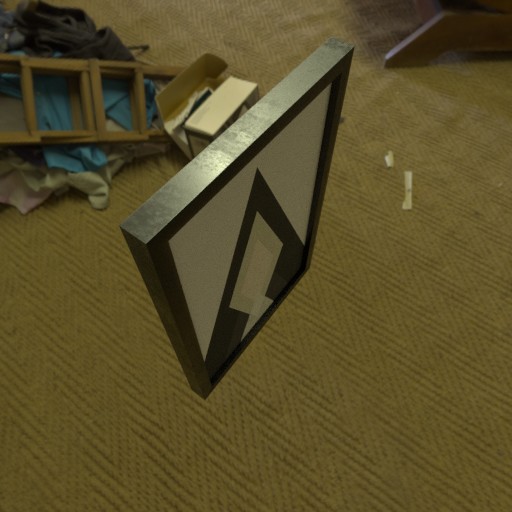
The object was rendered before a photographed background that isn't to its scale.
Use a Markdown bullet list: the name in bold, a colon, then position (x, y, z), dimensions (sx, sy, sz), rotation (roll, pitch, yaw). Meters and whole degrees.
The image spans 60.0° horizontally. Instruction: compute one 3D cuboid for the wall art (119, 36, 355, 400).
- **wall art**: position (0.000, 0.000, 0.597), dimensions (0.031, 0.457, 0.313), rotation (32, 63, 19)
